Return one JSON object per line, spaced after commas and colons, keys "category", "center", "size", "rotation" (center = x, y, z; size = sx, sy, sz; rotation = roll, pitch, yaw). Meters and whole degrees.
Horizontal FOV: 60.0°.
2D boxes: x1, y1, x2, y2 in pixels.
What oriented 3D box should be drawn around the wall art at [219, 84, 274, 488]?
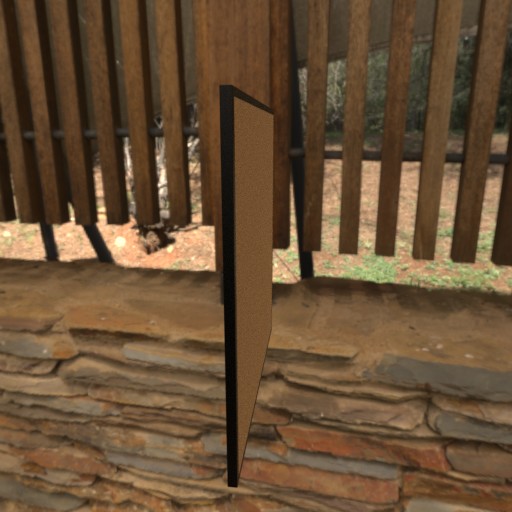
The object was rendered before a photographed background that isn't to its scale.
{"category": "wall art", "center": [0.000, 0.000, 0.696], "size": [0.012, 0.458, 0.457], "rotation": [2, 15, 7]}
